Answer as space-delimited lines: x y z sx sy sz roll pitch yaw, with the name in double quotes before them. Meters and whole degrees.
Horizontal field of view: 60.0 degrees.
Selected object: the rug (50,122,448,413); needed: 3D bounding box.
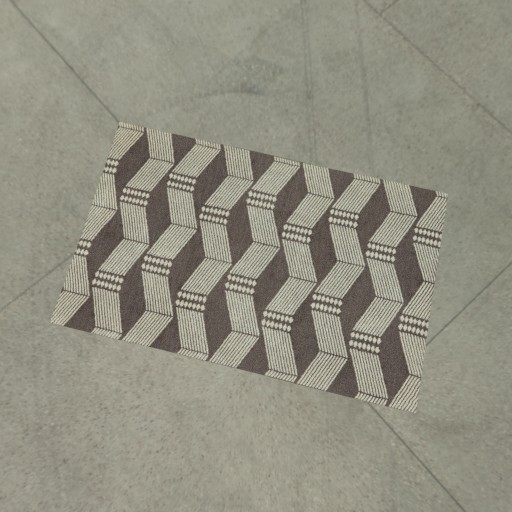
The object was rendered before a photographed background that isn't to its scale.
"rug" 0.000 0.000 3.031 2.435 0.011 1.517 13 77 3
